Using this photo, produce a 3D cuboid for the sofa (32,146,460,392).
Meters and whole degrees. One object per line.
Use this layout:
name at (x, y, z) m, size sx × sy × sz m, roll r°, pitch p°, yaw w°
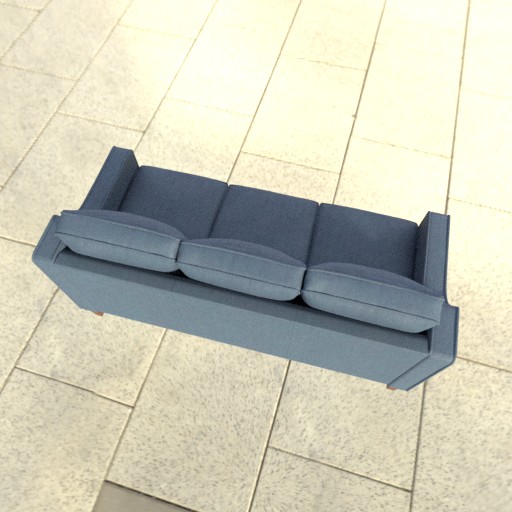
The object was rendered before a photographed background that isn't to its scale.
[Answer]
sofa at (0.000, 0.000, 2.491) m, size 1.986 × 0.974 × 0.911 m, roll 13°, pitch 63°, yaw 7°
